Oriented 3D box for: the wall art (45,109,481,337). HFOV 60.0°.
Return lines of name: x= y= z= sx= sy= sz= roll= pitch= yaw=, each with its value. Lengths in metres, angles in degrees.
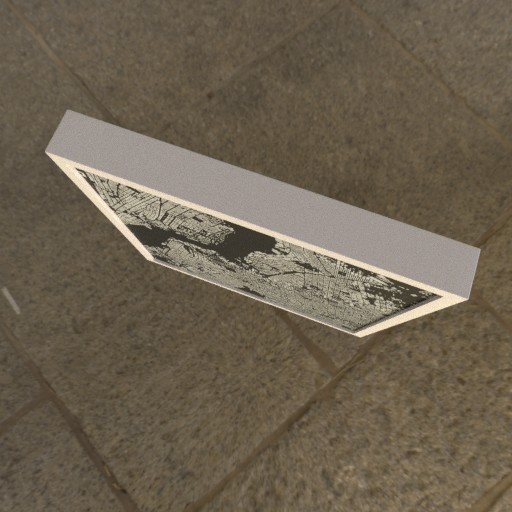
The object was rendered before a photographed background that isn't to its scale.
wall art: x=0.000 y=0.000 z=0.451 sx=0.305 sy=0.305 sz=0.037 roll=20 pitch=76 yaw=5
